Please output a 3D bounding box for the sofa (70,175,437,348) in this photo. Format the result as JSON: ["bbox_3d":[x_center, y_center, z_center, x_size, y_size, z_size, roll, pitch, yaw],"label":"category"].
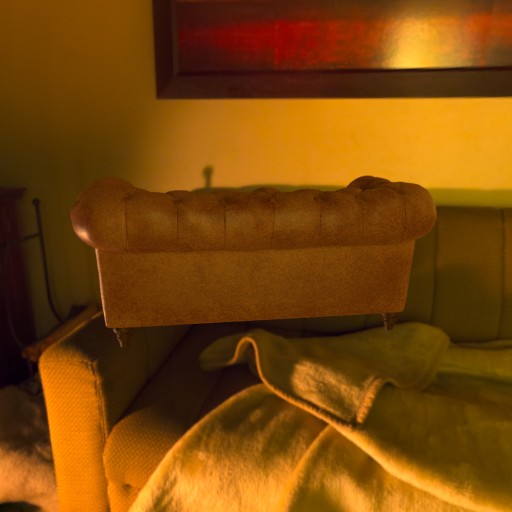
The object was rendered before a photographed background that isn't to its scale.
[{"bbox_3d":[0.000,0.000,2.593,1.979,0.877,1.042,-2,14,-9],"label":"sofa"}]
